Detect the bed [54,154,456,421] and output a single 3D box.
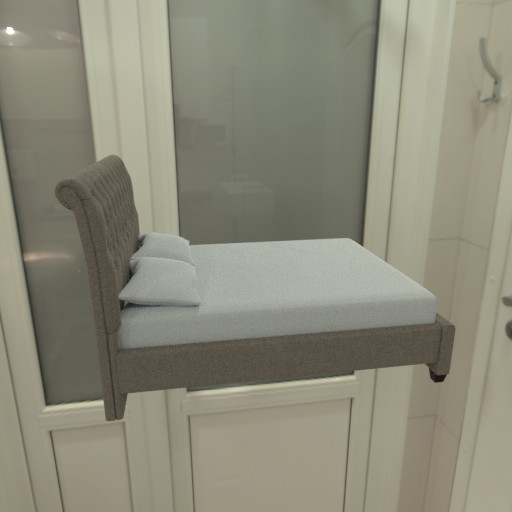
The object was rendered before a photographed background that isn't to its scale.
[{"bbox_3d":[0.000,0.000,3.258,2.252,1.371,1.645,-3,17,-10],"label":"bed"}]
